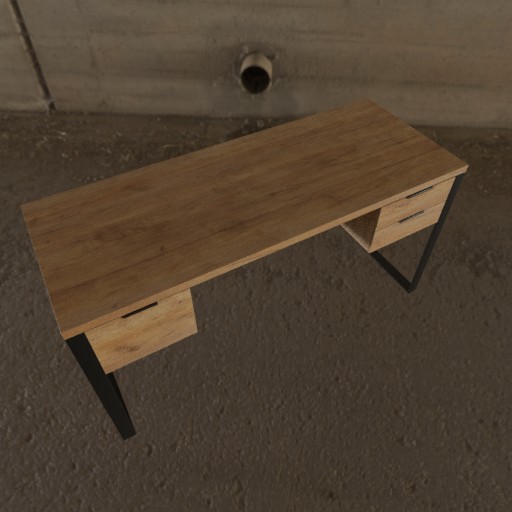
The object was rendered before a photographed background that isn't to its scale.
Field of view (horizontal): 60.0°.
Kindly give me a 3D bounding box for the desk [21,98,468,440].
[{"bbox_3d":[0.000,0.000,1.879,1.520,0.760,0.600,-23,51,-20],"label":"desk"}]
